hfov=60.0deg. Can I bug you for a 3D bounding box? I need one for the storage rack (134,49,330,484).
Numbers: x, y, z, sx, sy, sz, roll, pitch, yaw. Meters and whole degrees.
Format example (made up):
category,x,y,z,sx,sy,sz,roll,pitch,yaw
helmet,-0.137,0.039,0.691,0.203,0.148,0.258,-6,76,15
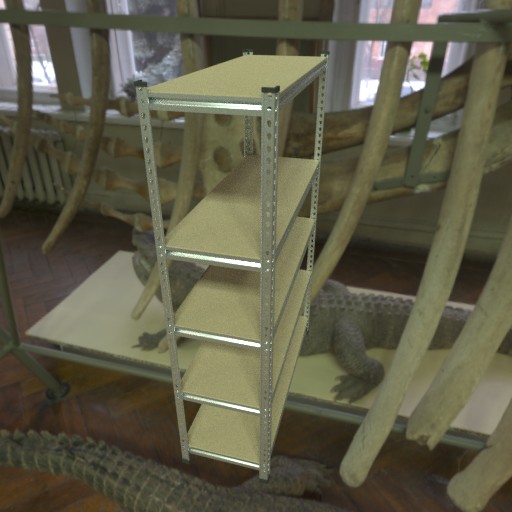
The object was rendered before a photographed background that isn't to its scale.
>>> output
category,x,y,z,sx,sy,sz,roll,pitch,yaw
storage rack,0.000,0.000,2.274,0.457,1.829,1.219,8,30,13
